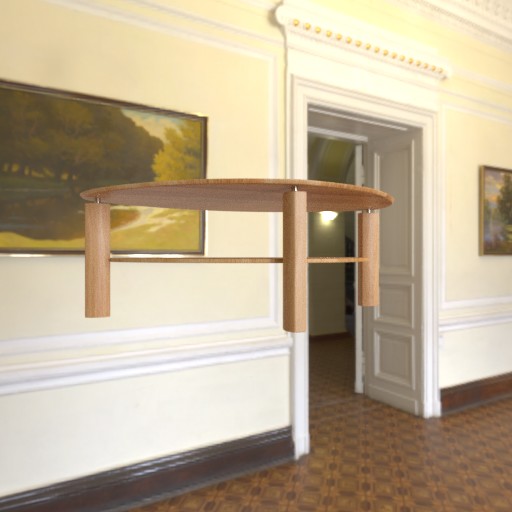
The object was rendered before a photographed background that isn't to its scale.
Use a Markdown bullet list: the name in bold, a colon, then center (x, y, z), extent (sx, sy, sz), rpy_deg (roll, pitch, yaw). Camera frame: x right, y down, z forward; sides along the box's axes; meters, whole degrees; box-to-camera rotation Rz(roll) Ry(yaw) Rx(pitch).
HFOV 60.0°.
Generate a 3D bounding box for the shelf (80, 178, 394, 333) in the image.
- **shelf**: center (0.000, 0.000, 1.664), extent (1.246, 0.440, 0.845), rpy_deg (0, 0, -18)
